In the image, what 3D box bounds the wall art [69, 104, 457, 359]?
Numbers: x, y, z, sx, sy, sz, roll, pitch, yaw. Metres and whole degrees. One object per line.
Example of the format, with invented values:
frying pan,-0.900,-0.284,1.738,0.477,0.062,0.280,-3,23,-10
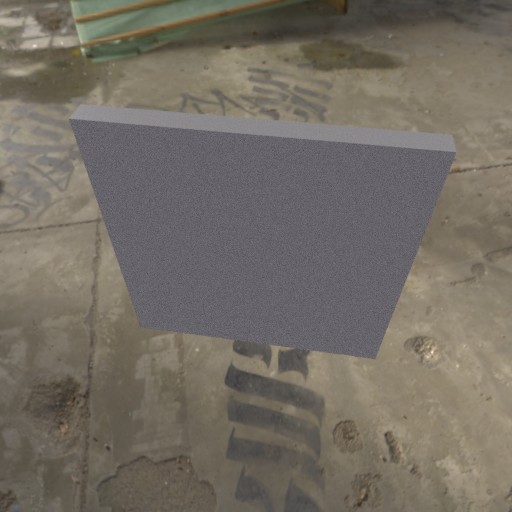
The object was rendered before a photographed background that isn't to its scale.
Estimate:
wall art,0.000,0.000,0.541,0.355,0.355,0.027,7,48,6
